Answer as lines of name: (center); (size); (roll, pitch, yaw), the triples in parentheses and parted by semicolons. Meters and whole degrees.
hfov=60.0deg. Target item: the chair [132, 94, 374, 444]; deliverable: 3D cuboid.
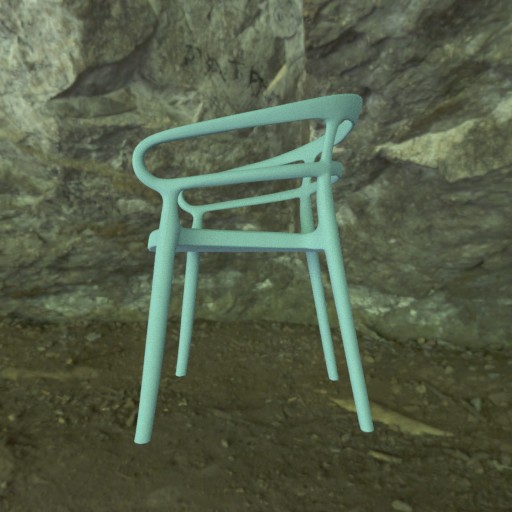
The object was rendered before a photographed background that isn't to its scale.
chair: (0.000, 0.000, 1.152); (0.527, 0.761, 0.559); (0, 0, -1)
